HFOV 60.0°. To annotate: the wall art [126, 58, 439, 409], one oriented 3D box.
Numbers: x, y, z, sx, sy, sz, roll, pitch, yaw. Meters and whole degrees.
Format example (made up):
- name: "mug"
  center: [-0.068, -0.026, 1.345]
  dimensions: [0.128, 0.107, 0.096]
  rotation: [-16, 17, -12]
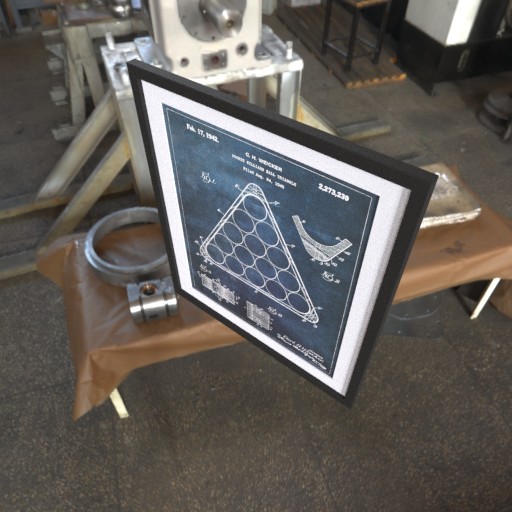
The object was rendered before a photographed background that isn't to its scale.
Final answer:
- name: "wall art"
  center: [0.000, 0.000, 1.208]
  dimensions: [0.755, 0.863, 0.028]
  rotation: [29, 53, 25]
